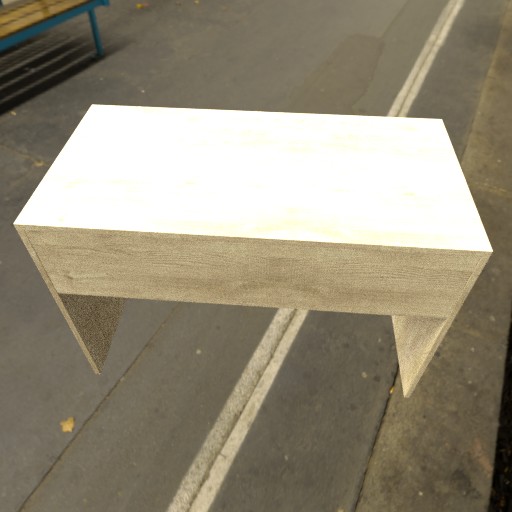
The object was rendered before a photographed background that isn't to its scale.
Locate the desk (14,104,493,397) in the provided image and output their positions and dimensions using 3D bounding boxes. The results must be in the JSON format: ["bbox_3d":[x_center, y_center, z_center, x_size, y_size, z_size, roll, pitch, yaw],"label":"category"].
[{"bbox_3d":[0.000,0.000,1.469,1.100,0.730,0.560,3,47,3],"label":"desk"}]
